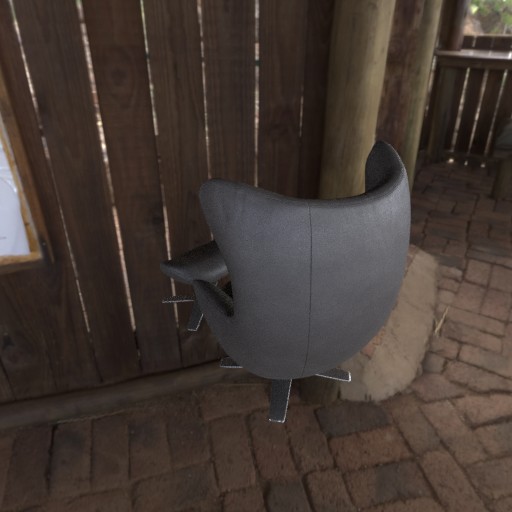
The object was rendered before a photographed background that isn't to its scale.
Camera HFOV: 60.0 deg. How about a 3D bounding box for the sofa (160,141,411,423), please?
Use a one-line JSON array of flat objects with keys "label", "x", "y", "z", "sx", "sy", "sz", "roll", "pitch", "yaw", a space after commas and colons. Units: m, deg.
[{"label": "sofa", "x": 0.000, "y": 0.000, "z": 2.149, "sx": 0.894, "sy": 1.135, "sz": 1.444, "roll": -19, "pitch": 34, "yaw": -31}]
